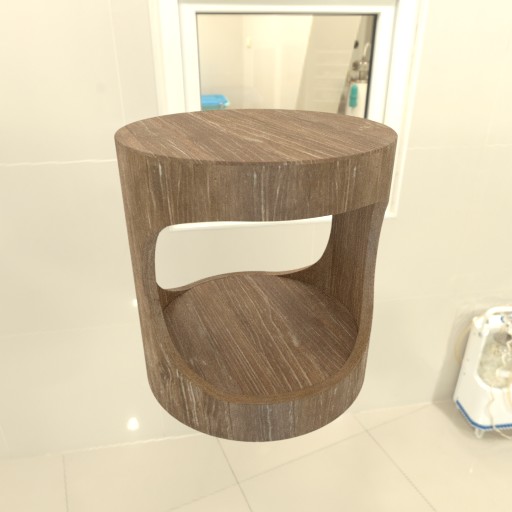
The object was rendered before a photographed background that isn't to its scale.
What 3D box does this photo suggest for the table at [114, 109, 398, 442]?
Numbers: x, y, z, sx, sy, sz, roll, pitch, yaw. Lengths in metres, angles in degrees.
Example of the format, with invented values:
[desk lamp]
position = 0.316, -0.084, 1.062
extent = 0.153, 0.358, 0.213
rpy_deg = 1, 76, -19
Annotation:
[table]
position = 0.000, 0.000, 0.978
extent = 0.527, 0.551, 0.527
rpy_deg = 0, 26, 0
